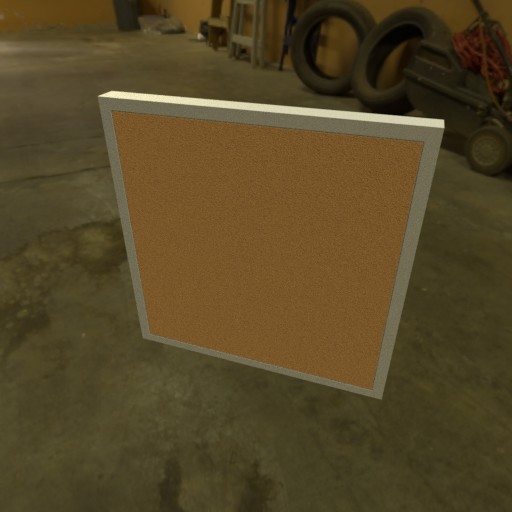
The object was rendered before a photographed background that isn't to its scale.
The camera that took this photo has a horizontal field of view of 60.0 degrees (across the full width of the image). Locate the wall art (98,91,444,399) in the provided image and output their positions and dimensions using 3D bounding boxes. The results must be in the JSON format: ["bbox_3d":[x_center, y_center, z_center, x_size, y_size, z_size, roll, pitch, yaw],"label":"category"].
[{"bbox_3d":[0.000,0.000,0.770,0.506,0.506,0.038,11,34,16],"label":"wall art"}]
